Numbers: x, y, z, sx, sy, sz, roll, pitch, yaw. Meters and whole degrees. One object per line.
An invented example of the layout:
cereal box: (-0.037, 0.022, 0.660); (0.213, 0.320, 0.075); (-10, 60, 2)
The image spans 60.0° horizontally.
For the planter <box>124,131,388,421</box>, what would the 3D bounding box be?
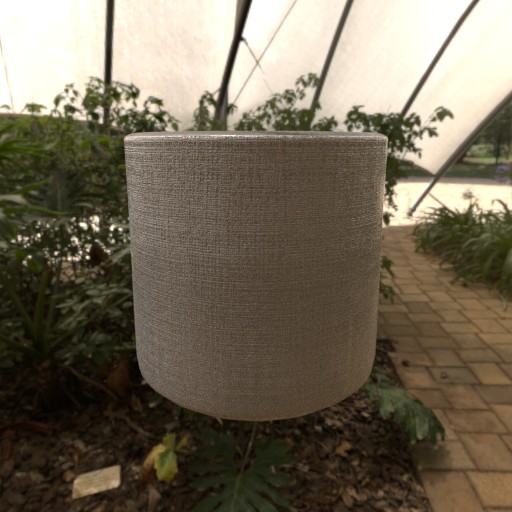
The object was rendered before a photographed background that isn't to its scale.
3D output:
planter: (0.000, 0.000, 0.293); (0.160, 0.156, 0.160); (0, 14, 0)
